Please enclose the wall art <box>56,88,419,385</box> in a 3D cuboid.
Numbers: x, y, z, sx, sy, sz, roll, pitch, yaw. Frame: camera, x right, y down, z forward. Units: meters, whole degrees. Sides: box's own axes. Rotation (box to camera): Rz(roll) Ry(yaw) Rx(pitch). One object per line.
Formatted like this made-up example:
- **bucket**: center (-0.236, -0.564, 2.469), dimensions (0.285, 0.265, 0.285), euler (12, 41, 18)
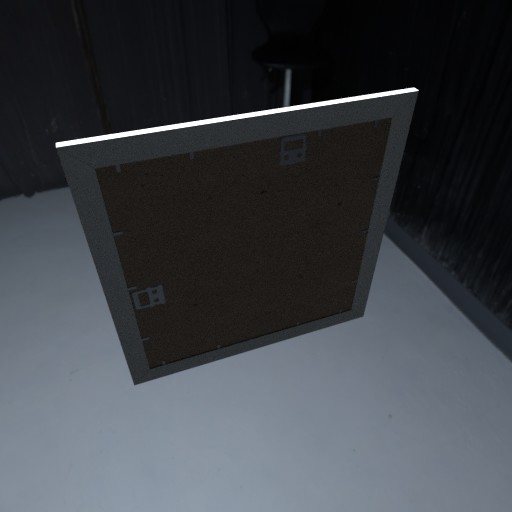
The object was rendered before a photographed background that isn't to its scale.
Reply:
- **wall art**: center (0.000, 0.000, 0.879), dimensions (0.584, 0.584, 0.013), euler (-14, 43, -15)
